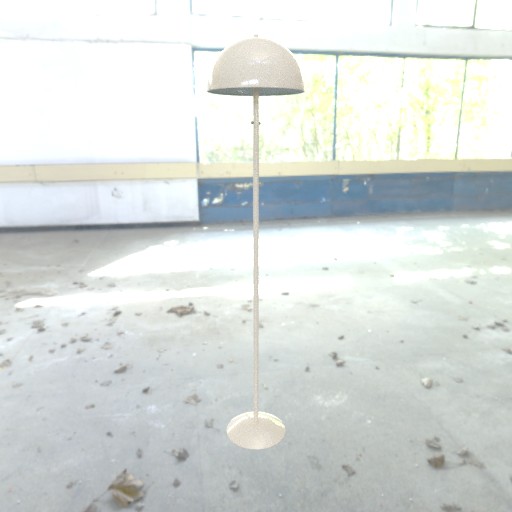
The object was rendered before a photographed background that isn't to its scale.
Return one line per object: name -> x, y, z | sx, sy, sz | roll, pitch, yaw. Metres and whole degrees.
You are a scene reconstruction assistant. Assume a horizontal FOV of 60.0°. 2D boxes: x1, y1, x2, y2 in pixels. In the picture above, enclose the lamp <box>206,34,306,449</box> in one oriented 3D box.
lamp -> 0.000, 0.000, 1.626 | 0.328, 1.480, 0.328 | -2, 16, -9
